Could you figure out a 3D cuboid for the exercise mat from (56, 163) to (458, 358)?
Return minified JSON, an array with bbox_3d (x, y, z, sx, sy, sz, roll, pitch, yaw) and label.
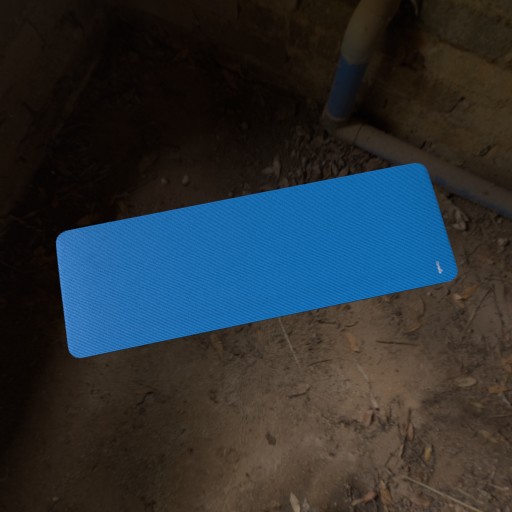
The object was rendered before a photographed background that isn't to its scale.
[{"bbox_3d":[0.000,0.000,2.131,1.869,0.021,0.616,-11,77,-3],"label":"exercise mat"}]
